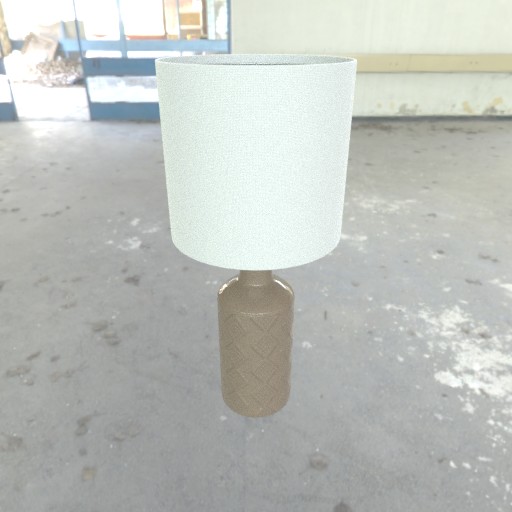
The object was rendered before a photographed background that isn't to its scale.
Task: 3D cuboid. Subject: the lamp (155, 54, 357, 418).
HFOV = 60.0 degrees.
[{"bbox_3d":[0.000,0.000,0.566,0.207,0.461,0.207,0,27,0],"label":"lamp"}]
